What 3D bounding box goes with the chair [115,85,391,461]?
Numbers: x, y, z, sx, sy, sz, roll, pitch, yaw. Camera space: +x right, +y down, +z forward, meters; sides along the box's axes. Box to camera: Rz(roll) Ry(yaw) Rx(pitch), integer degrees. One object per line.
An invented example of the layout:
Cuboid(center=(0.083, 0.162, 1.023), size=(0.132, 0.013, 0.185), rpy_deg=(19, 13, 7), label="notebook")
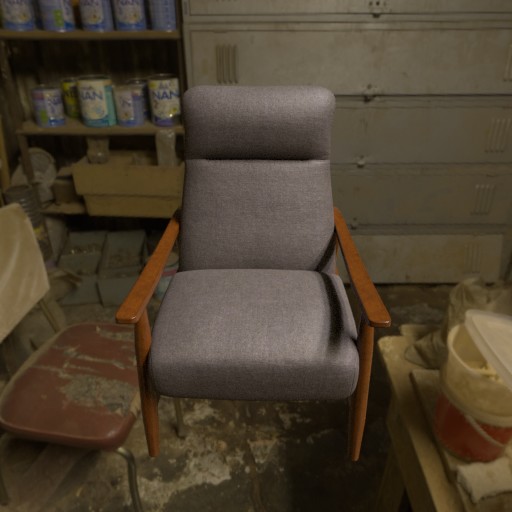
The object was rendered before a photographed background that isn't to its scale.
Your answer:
Cuboid(center=(0.000, 0.000, 1.689), size=(0.762, 1.081, 1.014), rpy_deg=(1, 30, 1), label="chair")
